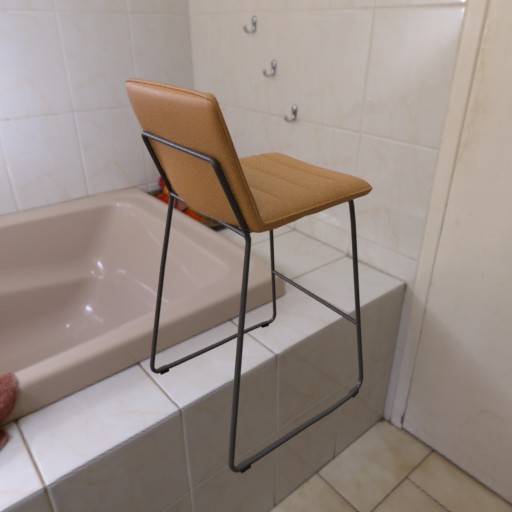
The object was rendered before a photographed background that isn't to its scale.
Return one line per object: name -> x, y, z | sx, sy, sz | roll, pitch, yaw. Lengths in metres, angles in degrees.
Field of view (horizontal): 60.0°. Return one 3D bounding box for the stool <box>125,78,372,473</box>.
stool -> 0.000, 0.000, 1.239 | 0.524, 0.936, 0.489 | -19, 33, -33
